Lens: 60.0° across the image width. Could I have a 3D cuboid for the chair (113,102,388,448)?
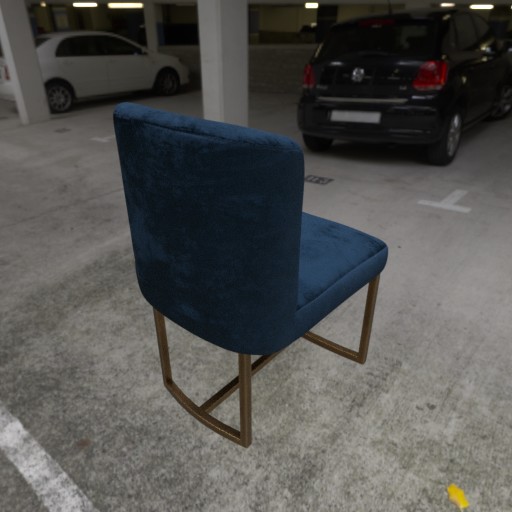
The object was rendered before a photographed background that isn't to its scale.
[{"bbox_3d":[0.000,0.000,1.195,0.530,0.824,0.560,23,37,34],"label":"chair"}]
